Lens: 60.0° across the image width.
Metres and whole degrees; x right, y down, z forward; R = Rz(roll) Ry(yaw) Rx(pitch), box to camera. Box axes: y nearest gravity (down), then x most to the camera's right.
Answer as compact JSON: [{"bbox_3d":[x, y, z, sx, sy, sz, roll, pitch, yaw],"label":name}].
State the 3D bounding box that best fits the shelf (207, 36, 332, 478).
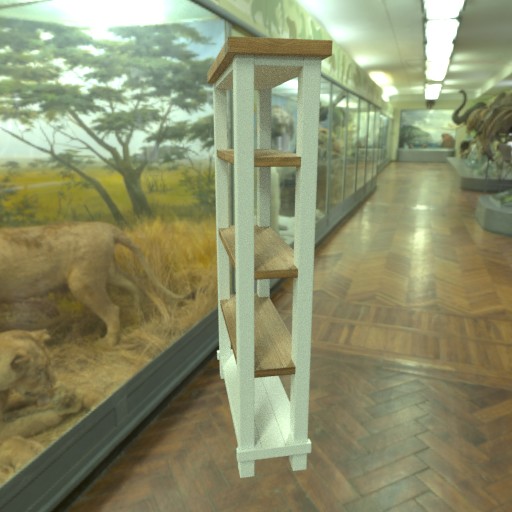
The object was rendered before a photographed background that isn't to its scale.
[{"bbox_3d":[0.000,0.000,2.304,0.381,1.878,1.022,-3,16,-10],"label":"shelf"}]
